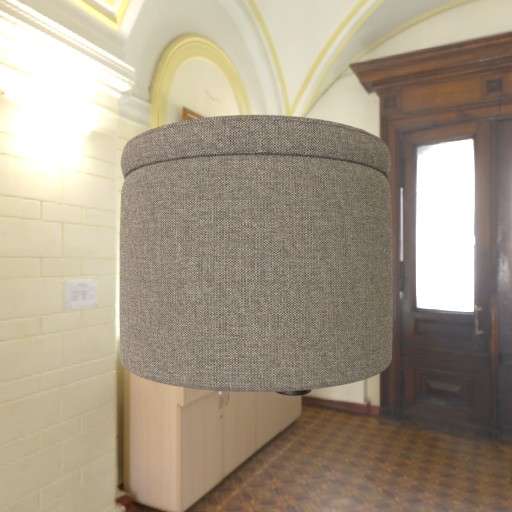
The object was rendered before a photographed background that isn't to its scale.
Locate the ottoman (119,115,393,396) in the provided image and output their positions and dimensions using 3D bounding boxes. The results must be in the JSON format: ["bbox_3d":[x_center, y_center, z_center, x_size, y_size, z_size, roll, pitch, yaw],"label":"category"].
[{"bbox_3d":[0.000,0.000,0.884,0.520,0.430,0.520,0,-1,0],"label":"ottoman"}]
